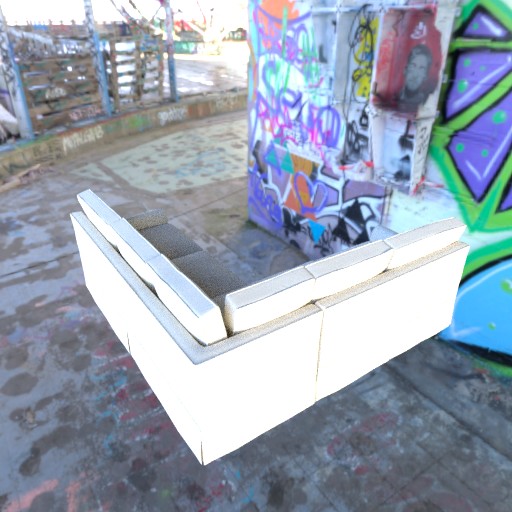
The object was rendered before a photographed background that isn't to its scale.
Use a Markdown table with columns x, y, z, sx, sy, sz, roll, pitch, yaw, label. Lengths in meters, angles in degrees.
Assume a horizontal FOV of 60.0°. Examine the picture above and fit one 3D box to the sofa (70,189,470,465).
| x | y | z | sx | sy | sz | roll | pitch | yaw | label |
| --- | --- | --- | --- | --- | --- | --- | --- | --- | --- |
| 0.000 | 0.000 | 4.095 | 2.591 | 1.070 | 2.597 | -18 | 34 | -30 | sofa |
